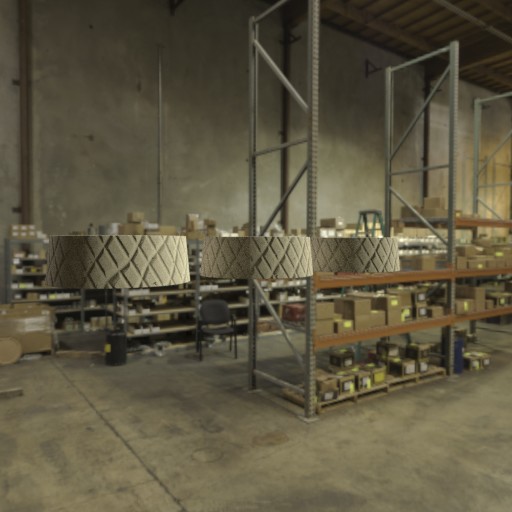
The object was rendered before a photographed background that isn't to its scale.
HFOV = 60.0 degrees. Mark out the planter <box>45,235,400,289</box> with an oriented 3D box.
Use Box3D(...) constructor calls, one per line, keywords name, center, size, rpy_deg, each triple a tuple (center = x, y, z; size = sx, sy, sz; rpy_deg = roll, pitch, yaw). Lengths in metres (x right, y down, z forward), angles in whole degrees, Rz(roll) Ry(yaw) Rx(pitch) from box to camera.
Box3D(name="planter", center=(0.000, 0.000, 0.448), size=(0.390, 0.038, 0.114), rpy_deg=(-1, 2, -36))
